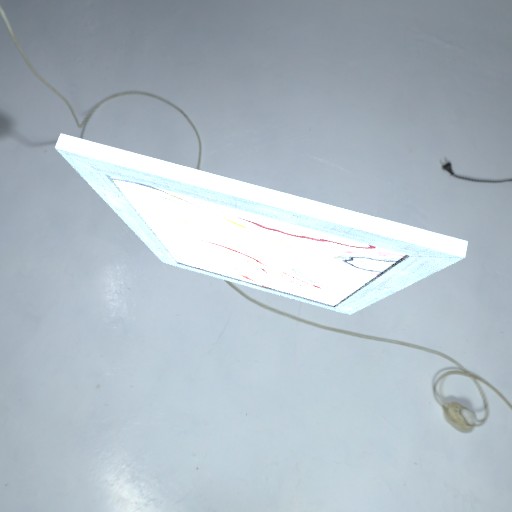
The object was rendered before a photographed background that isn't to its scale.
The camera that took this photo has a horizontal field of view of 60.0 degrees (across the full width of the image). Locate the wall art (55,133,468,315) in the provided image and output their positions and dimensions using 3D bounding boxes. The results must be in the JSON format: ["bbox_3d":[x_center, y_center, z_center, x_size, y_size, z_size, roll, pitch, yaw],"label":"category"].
[{"bbox_3d":[0.000,0.000,0.801,0.481,0.613,0.020,15,77,4],"label":"wall art"}]
